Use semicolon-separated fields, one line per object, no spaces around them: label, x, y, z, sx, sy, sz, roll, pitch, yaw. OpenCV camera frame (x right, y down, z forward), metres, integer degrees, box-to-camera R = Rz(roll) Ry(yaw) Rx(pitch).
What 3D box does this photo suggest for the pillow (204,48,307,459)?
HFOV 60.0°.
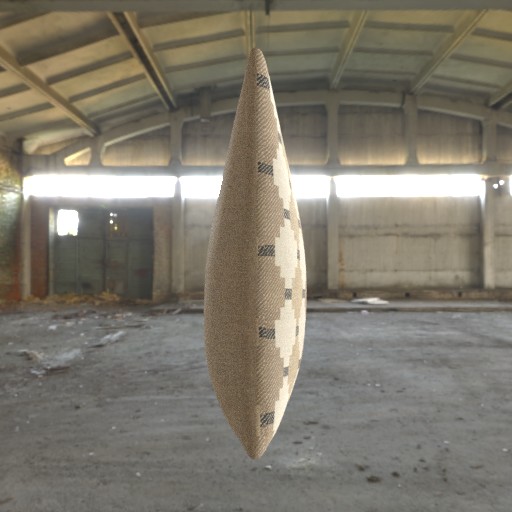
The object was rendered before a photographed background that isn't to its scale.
pillow;0.000;0.000;0.866;0.192;0.558;0.578;0;-1;0
